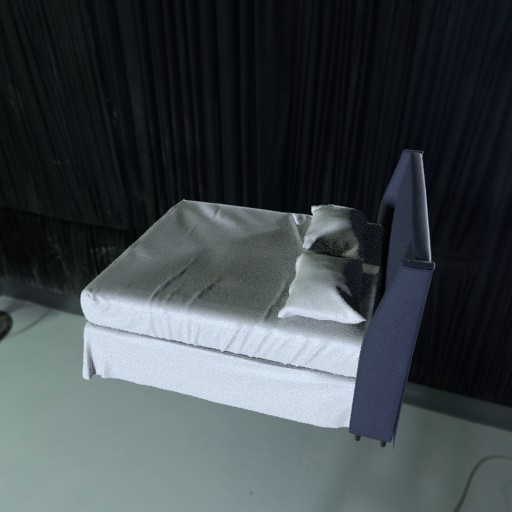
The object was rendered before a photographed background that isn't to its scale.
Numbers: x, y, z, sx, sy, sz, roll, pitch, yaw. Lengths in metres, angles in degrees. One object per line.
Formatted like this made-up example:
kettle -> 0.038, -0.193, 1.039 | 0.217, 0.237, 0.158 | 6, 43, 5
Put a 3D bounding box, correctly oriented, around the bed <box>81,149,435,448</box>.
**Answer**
bed -> 0.000, 0.000, 3.399 | 2.276, 1.332, 1.925 | 8, 31, 14
